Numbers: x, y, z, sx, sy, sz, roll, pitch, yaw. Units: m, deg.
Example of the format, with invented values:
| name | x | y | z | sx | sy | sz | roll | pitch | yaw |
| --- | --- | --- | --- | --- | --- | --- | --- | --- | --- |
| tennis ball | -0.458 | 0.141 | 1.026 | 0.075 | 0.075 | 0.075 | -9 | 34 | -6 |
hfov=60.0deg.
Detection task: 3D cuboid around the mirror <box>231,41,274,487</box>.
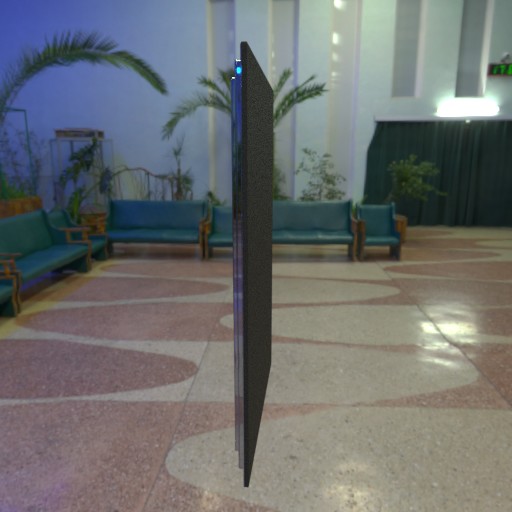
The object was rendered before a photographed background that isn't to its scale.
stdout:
| name | x | y | z | sx | sy | sz | roll | pitch | yaw |
| --- | --- | --- | --- | --- | --- | --- | --- | --- | --- |
| mirror | 0.000 | 0.000 | 1.181 | 0.039 | 0.914 | 0.613 | 1 | 13 | 7 |
